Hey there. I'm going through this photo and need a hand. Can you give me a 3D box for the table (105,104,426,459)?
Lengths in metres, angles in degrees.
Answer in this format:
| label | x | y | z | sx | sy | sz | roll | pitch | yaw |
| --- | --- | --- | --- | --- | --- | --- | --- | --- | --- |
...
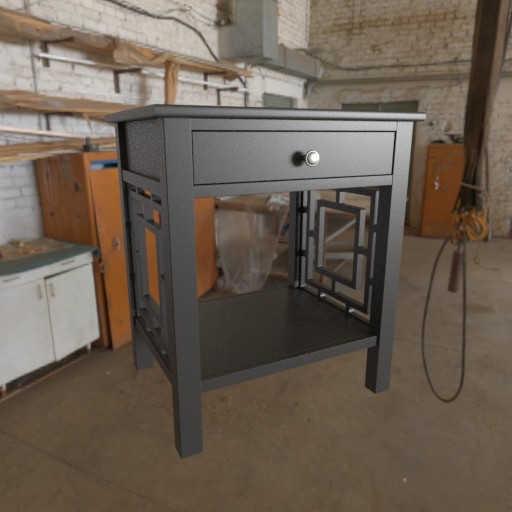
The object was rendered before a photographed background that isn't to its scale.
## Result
| label | x | y | z | sx | sy | sz | roll | pitch | yaw |
| --- | --- | --- | --- | --- | --- | --- | --- | --- | --- |
| table | 0.000 | 0.000 | 1.053 | 0.564 | 0.646 | 0.451 | -8 | 17 | -26 |
